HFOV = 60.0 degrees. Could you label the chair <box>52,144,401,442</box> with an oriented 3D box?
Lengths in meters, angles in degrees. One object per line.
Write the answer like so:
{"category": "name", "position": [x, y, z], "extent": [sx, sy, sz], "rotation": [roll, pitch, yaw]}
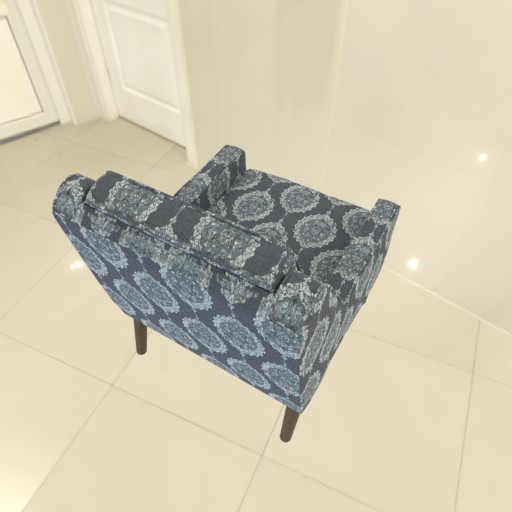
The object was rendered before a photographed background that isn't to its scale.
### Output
{"category": "chair", "position": [0.000, 0.000, 1.346], "extent": [0.663, 0.792, 0.743], "rotation": [24, 52, 20]}
